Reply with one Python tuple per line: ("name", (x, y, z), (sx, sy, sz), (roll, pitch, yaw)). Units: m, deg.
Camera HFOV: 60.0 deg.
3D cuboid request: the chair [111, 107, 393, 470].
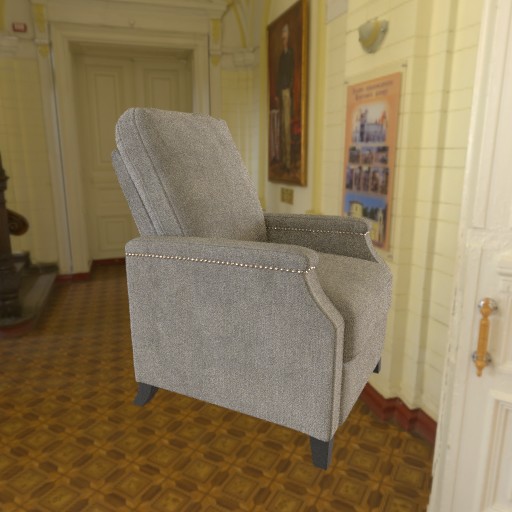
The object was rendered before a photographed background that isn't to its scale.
("chair", (0.000, 0.000, 1.651), (0.922, 1.049, 0.710), (7, 15, 27))
